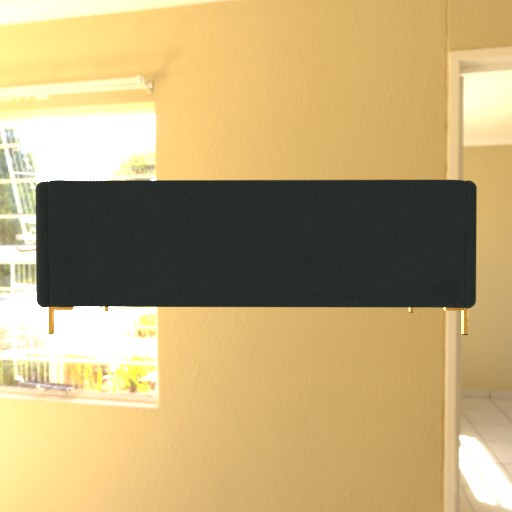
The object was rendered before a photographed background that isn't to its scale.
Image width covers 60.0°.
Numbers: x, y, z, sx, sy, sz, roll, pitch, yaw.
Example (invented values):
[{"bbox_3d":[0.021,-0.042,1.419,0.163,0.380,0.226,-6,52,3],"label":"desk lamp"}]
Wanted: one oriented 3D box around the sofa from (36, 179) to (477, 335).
[{"bbox_3d":[0.000,0.000,2.602,2.209,0.771,0.895,0,1,1],"label":"sofa"}]
